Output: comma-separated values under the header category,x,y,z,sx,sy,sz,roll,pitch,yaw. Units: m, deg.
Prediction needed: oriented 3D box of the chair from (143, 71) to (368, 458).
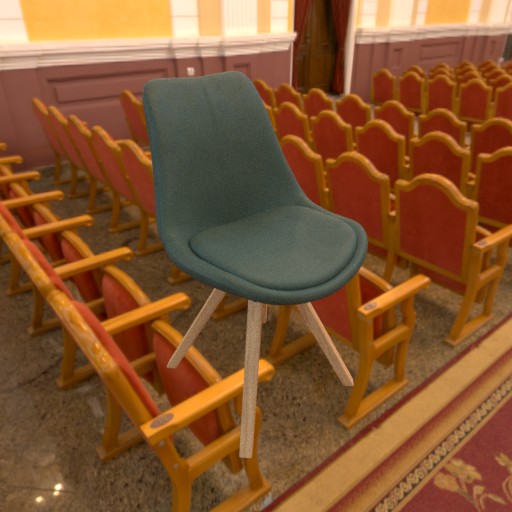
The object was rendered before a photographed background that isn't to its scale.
category,x,y,z,sx,sy,sz,roll,pitch,yaw
chair,0.000,0.000,1.198,0.483,0.865,0.547,-21,36,-33
